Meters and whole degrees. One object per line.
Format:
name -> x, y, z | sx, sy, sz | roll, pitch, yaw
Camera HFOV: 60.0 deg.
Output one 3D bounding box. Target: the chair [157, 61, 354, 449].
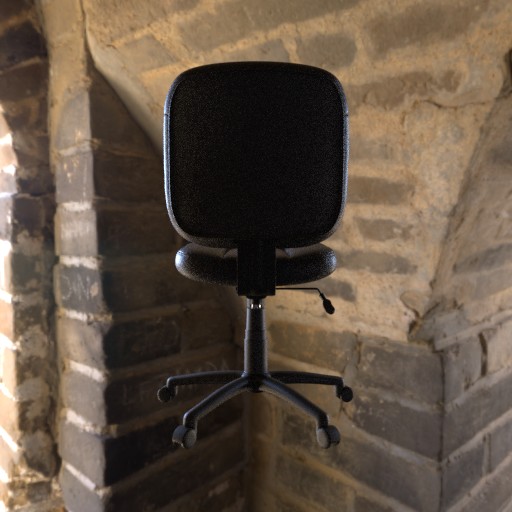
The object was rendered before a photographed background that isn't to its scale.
chair -> 0.000, 0.000, 1.378 | 0.647, 0.959, 0.646 | 0, 0, 0
